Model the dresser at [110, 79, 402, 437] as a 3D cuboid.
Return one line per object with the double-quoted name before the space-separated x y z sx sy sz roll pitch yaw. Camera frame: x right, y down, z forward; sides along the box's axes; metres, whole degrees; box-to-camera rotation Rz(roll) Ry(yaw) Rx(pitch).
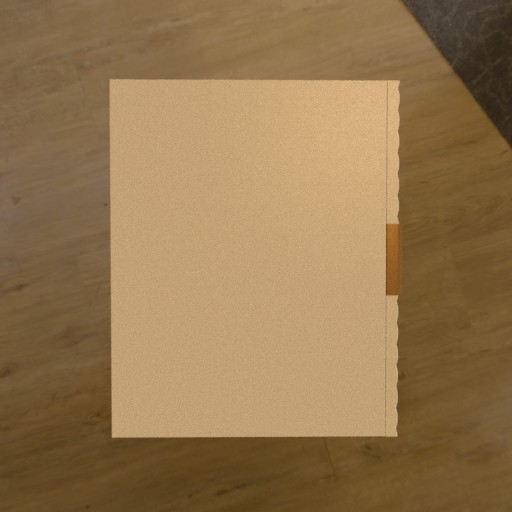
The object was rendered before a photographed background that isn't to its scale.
"dresser" 0.000 0.000 0.907 0.414 0.568 0.503 0 91 -1
